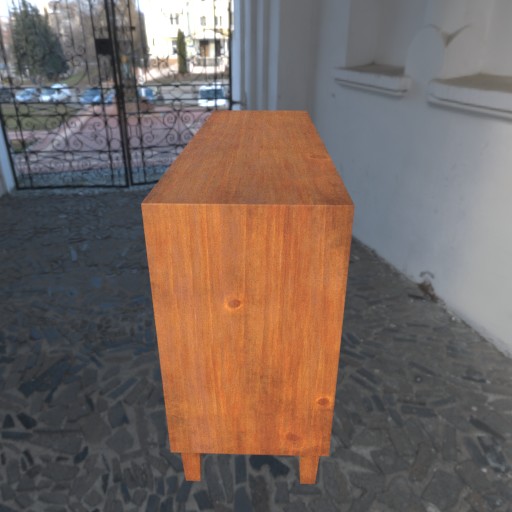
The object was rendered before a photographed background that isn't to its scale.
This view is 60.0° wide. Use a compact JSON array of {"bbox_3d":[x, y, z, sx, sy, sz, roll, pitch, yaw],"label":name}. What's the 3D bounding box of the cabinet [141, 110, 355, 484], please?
[{"bbox_3d":[0.000,0.000,1.546,0.403,0.805,1.204,1,26,2],"label":"cabinet"}]
